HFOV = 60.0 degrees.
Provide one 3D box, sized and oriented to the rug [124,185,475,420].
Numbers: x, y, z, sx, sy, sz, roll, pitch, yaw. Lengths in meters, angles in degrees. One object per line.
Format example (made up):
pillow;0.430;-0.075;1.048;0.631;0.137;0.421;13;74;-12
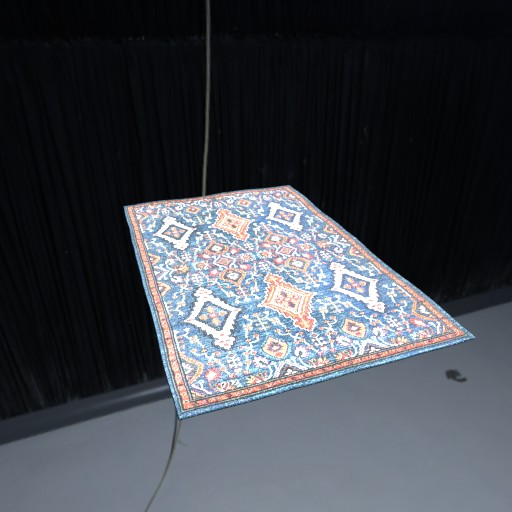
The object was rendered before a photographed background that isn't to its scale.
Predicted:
rug;0.000;0.000;2.331;1.195;0.014;1.847;-10;31;-17
